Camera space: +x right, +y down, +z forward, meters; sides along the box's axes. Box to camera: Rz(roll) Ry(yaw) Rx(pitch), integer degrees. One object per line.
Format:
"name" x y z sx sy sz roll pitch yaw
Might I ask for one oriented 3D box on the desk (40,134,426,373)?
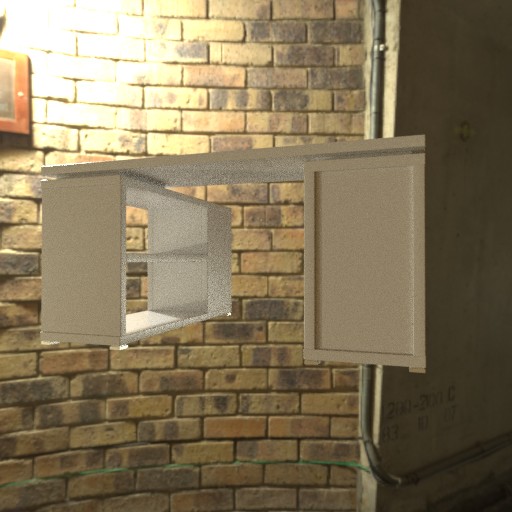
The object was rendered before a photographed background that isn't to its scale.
"desk" 0.000 0.000 2.206 1.524 0.753 1.200 0 -1 18
